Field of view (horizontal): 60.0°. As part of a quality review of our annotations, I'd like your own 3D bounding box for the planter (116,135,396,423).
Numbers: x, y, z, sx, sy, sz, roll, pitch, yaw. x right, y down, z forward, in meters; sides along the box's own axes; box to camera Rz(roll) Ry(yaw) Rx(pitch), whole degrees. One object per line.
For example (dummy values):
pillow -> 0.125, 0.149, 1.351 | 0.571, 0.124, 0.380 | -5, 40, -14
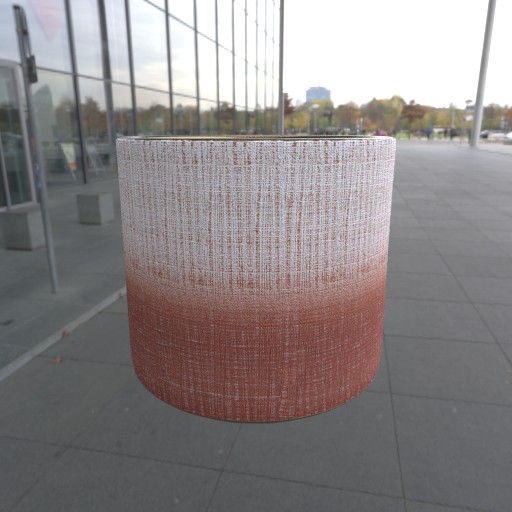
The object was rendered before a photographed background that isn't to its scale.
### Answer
planter -> 0.000, 0.000, 0.385 | 0.221, 0.201, 0.221 | 0, 16, 0
